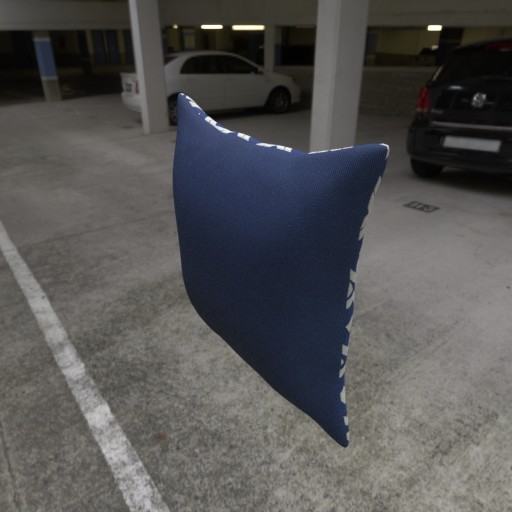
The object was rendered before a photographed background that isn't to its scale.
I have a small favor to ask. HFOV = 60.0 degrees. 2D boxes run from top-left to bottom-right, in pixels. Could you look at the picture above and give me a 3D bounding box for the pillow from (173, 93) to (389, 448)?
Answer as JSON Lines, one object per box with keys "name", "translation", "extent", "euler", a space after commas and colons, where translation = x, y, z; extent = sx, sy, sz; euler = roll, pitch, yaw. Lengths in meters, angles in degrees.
{"name": "pillow", "translation": [0.000, 0.000, 0.787], "extent": [0.188, 0.494, 0.504], "euler": [-19, 33, -31]}
